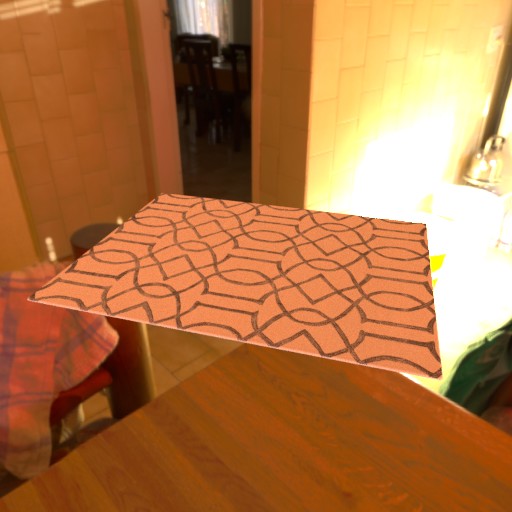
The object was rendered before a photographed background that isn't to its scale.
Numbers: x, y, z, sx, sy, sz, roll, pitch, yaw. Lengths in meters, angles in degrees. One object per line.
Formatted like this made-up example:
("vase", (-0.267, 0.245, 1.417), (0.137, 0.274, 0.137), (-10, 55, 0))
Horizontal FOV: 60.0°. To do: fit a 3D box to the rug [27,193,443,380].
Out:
("rug", (0.000, 0.000, 3.855), (2.910, 0.021, 2.211), (8, 31, 14))
